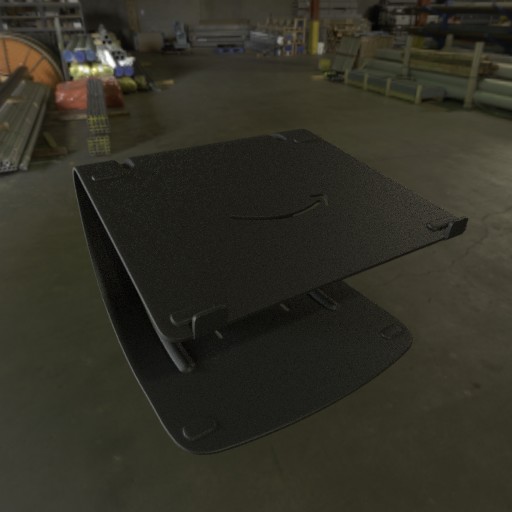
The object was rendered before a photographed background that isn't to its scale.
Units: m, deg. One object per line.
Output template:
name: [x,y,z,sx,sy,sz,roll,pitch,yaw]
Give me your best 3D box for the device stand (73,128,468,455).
device stand: [0.000,0.000,0.391,0.256,0.155,0.236,-18,34,-28]
